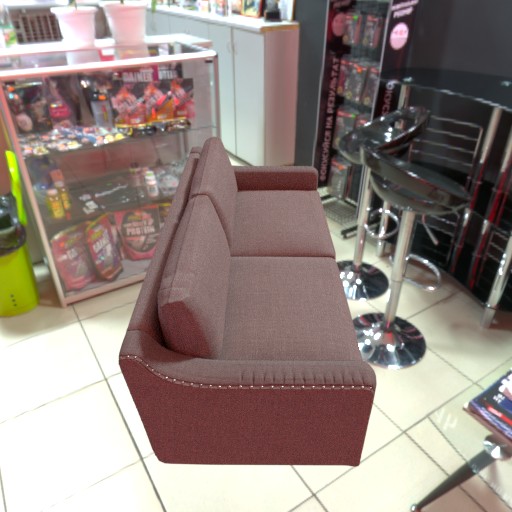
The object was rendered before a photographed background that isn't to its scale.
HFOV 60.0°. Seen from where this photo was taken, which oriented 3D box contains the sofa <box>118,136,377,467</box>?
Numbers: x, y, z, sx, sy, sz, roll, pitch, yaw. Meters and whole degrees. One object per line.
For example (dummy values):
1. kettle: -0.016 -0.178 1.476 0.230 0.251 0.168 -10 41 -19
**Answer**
1. sofa: 0.000 0.000 2.662 1.000 0.857 2.208 0 34 0
